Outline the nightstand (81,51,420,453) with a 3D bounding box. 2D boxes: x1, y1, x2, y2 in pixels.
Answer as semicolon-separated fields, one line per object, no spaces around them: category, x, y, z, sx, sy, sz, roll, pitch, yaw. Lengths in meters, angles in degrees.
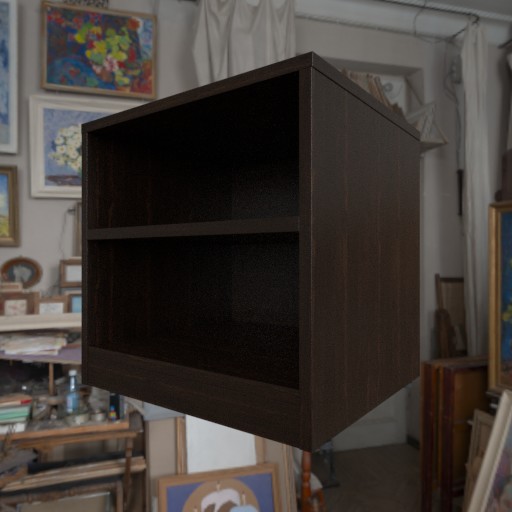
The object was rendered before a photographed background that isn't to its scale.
nightstand;0.000;0.000;0.844;0.489;0.487;0.427;0;0;37
